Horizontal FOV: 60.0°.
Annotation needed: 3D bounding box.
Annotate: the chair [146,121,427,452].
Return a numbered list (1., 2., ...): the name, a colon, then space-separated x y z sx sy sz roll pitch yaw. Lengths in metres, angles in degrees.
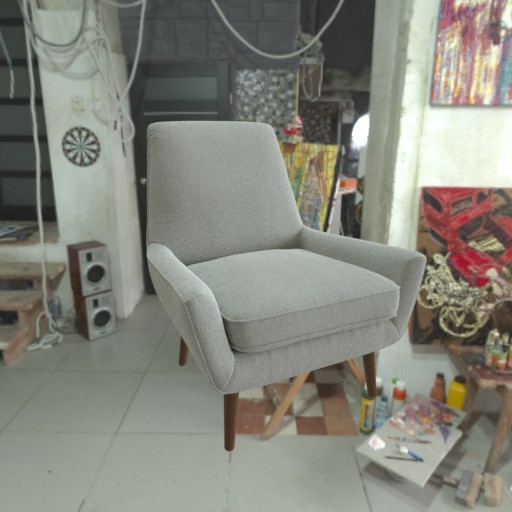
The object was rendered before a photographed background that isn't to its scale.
1. chair: 0.000 0.000 1.510 0.787 0.888 0.822 -9 18 -27
